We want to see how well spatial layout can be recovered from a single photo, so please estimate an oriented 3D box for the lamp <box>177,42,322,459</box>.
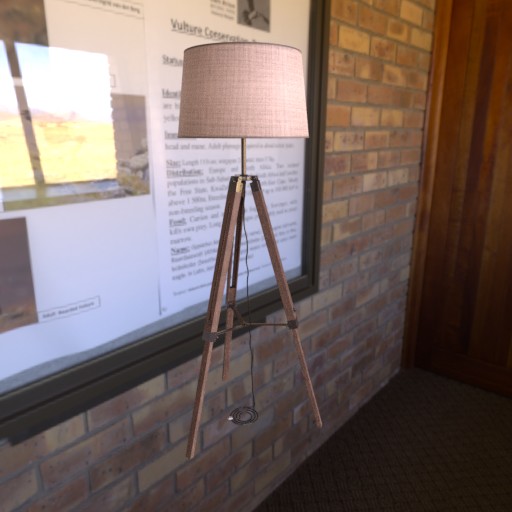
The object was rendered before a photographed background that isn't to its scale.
[{"bbox_3d":[0.000,0.000,1.792,0.587,1.510,0.604,2,16,9],"label":"lamp"}]
